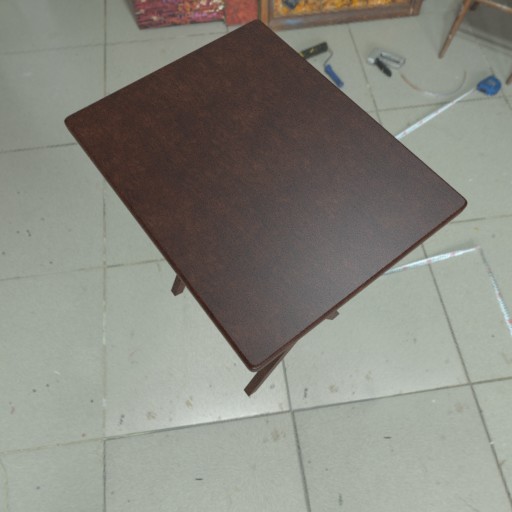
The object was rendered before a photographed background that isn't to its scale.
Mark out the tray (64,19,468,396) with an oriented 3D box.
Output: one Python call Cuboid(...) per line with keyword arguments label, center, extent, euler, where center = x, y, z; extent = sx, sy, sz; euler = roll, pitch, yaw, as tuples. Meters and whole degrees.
Cuboid(label="tray", center=(0.000, 0.000, 0.942), extent=(0.381, 0.660, 0.483), euler=(-35, 69, -15))
